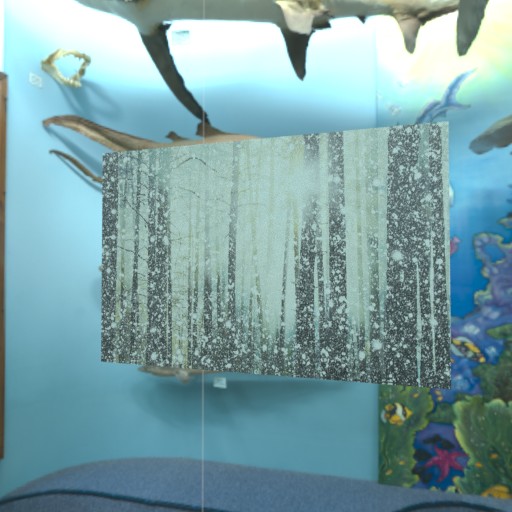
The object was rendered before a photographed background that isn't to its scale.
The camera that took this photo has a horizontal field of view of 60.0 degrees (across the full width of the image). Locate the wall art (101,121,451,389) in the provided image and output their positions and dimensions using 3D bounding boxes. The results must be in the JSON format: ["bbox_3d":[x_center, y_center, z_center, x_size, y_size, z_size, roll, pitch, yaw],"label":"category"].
[{"bbox_3d":[0.000,0.000,1.146,0.919,0.598,0.038,0,-1,18],"label":"wall art"}]
